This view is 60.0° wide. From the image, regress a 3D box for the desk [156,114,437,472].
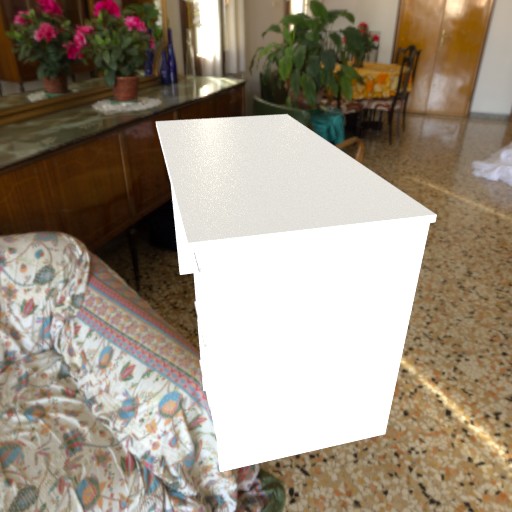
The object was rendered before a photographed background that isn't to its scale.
[{"bbox_3d":[0.000,0.000,1.580,0.560,0.735,1.097,-7,30,-12],"label":"desk"}]
